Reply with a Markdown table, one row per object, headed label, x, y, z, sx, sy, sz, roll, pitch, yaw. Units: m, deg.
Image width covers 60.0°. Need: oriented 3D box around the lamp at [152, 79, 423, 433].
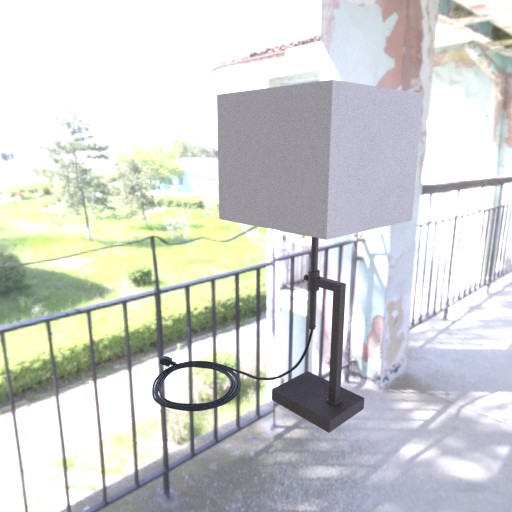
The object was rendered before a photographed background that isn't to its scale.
| label | x | y | z | sx | sy | sz | roll | pitch | yaw |
| --- | --- | --- | --- | --- | --- | --- | --- | --- | --- |
| lamp | 0.000 | 0.000 | 0.969 | 0.399 | 0.660 | 0.504 | -13 | 19 | -41 |
